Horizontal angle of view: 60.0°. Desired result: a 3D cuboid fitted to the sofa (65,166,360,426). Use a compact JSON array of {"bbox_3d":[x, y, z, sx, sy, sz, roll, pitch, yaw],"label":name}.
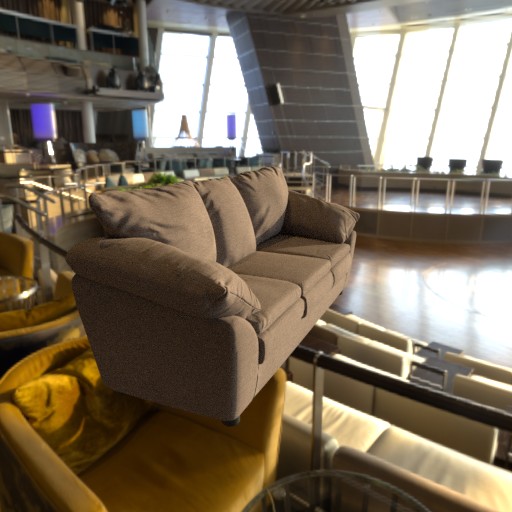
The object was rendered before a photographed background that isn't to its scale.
[{"bbox_3d":[0.000,0.000,2.887,0.927,1.043,2.390,7,16,24],"label":"sofa"}]
